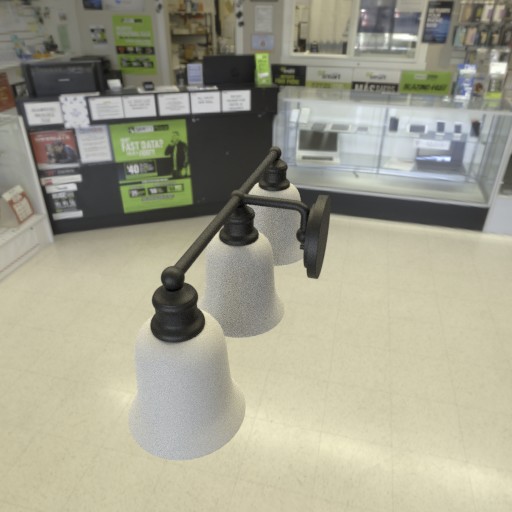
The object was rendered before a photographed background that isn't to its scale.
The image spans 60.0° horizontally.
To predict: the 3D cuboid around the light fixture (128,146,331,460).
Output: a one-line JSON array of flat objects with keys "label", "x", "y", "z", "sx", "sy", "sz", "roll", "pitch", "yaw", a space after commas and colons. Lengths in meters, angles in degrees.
[{"label": "light fixture", "x": 0.000, "y": 0.000, "z": 0.671, "sx": 0.198, "sy": 0.211, "sz": 0.570, "roll": 9, "pitch": 32, "yaw": 14}]
